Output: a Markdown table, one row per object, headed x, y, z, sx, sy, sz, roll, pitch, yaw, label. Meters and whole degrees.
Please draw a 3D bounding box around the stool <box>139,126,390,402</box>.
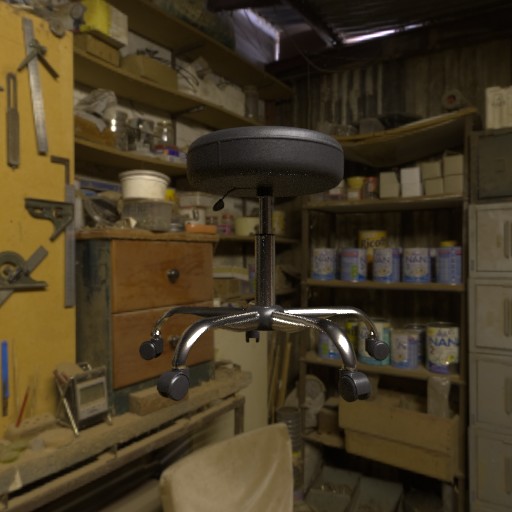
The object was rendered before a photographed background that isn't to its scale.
| x | y | z | sx | sy | sz | roll | pitch | yaw | label |
| --- | --- | --- | --- | --- | --- | --- | --- | --- | --- |
| 0.000 | 0.000 | 1.129 | 0.673 | 0.576 | 0.638 | 0 | 0 | 35 | stool |
